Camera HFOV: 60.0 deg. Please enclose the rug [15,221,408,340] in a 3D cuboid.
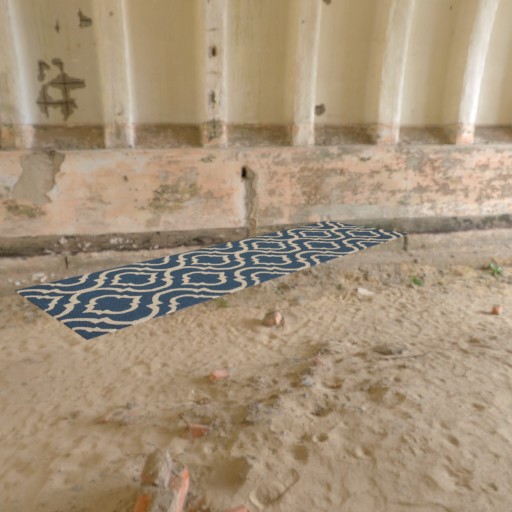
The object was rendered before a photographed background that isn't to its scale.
[{"bbox_3d":[0.000,0.000,2.488,0.685,0.006,2.296,14,21,42],"label":"rug"}]
